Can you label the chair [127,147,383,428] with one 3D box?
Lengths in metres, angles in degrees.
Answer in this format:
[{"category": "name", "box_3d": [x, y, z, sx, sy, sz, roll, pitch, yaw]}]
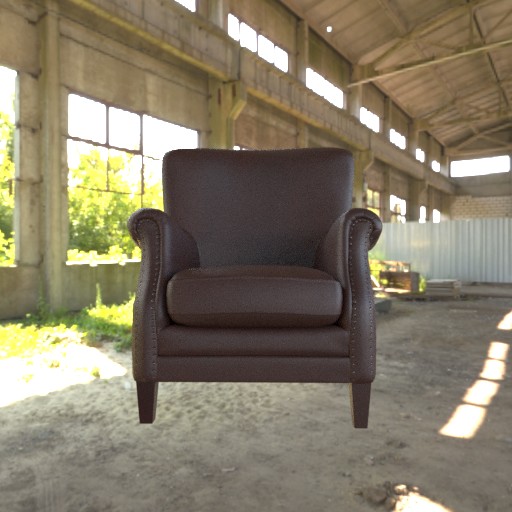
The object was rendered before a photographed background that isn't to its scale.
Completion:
[{"category": "chair", "box_3d": [0.000, 0.000, 1.361, 0.700, 0.800, 0.746, 0, 0, 1]}]
